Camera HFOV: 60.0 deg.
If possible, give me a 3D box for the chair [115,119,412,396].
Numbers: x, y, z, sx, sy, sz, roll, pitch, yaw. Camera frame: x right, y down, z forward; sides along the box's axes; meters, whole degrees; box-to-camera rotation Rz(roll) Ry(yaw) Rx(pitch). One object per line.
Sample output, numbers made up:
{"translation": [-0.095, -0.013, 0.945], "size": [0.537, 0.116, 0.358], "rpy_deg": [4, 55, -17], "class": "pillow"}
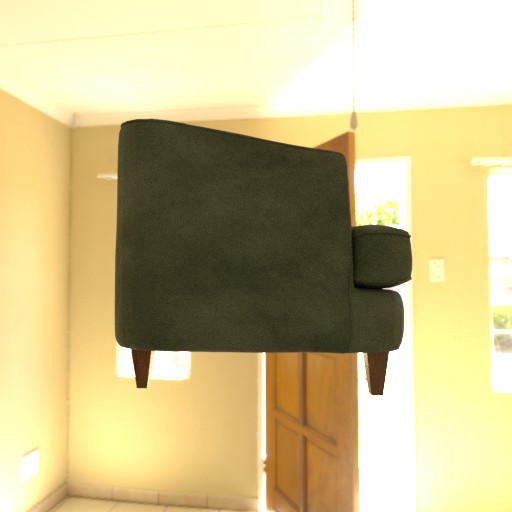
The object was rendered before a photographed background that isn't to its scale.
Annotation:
{"translation": [0.000, 0.000, 1.787], "size": [0.941, 0.852, 1.104], "rpy_deg": [0, -2, 0], "class": "chair"}
